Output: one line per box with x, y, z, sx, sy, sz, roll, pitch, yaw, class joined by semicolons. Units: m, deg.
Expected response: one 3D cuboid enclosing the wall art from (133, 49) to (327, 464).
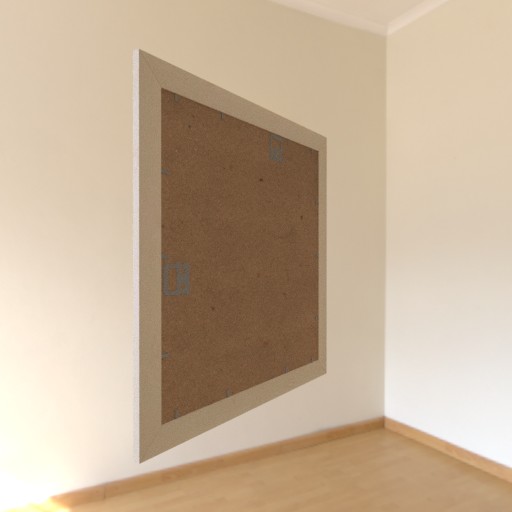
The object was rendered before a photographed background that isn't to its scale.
0.000;0.000;0.868;0.013;0.584;0.584;0;0;36;wall art
